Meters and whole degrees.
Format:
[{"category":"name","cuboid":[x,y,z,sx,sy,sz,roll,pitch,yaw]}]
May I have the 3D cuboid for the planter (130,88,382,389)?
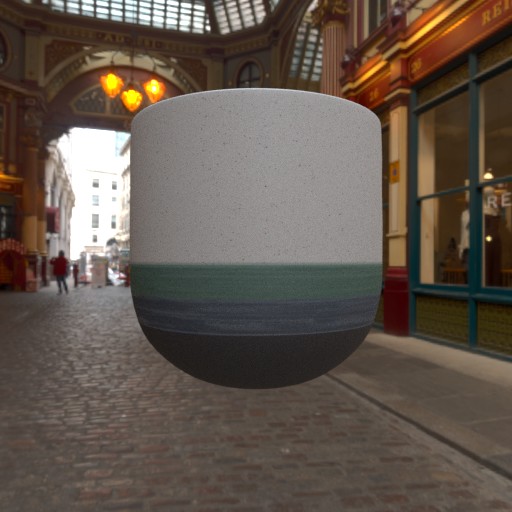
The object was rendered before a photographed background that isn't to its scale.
[{"category":"planter","cuboid":[0.000,0.000,0.489,0.268,0.270,0.268,0,0,0]}]
